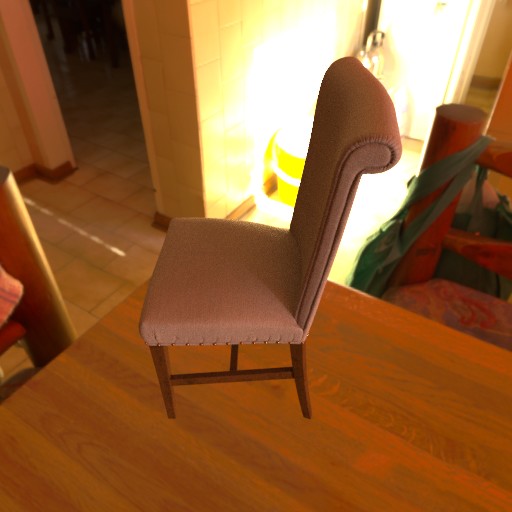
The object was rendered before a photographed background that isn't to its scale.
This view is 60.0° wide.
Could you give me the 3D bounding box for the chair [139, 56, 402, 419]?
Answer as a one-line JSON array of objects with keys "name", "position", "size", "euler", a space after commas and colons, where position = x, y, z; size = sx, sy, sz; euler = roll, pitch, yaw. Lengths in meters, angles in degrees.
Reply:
[{"name": "chair", "position": [0.000, 0.000, 1.308], "size": [0.608, 0.988, 0.513], "euler": [1, 40, 1]}]
